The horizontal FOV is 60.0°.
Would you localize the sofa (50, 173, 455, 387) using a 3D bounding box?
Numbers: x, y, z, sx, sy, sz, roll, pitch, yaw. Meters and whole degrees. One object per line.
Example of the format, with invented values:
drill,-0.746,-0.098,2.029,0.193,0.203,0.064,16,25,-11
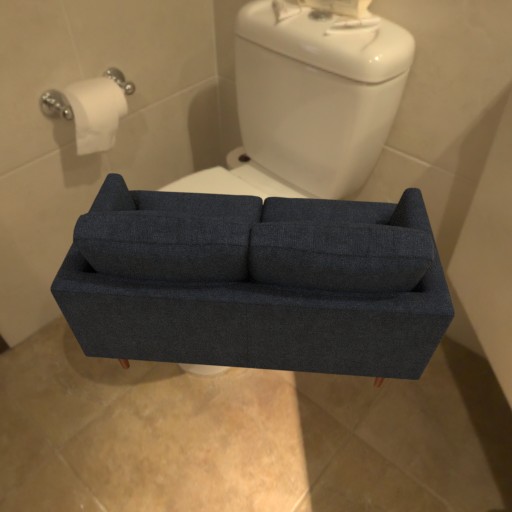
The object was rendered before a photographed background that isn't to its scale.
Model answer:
sofa,0.000,0.000,2.133,1.582,0.944,0.903,3,47,3
